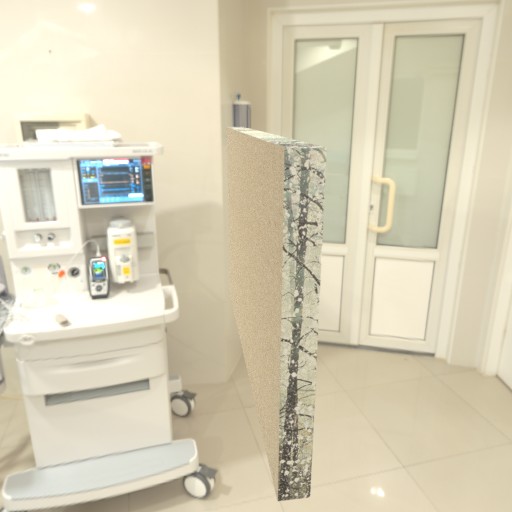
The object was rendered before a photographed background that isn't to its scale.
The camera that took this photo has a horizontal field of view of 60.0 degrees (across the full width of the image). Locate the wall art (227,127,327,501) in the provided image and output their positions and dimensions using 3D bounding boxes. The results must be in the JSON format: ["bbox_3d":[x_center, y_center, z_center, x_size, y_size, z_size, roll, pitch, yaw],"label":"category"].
[{"bbox_3d":[0.000,0.000,0.744,0.042,0.398,0.618,-2,18,-8],"label":"wall art"}]
